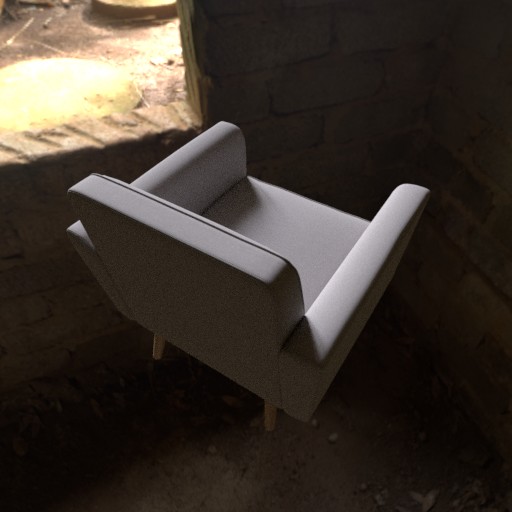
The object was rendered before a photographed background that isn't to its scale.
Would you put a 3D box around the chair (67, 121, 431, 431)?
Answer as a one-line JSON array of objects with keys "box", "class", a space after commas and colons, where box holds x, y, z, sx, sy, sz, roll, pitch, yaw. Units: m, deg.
[{"box": [0.000, 0.000, 1.379, 0.780, 0.780, 0.750, 25, 50, 23], "class": "chair"}]
